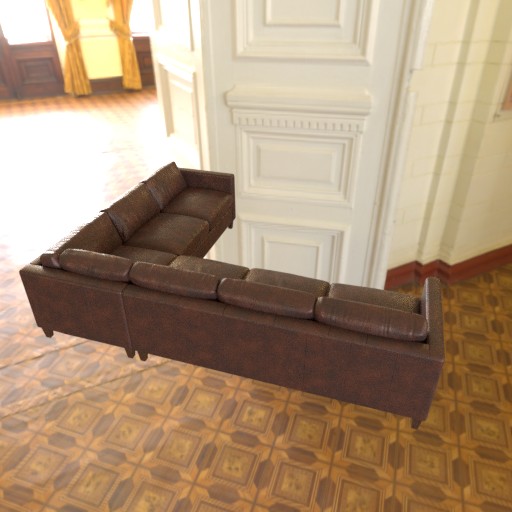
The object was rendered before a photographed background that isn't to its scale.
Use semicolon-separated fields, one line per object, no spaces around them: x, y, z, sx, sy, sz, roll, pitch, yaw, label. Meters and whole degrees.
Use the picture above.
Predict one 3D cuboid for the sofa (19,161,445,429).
0.000;0.000;4.178;3.152;0.836;2.438;10;33;15;sofa
